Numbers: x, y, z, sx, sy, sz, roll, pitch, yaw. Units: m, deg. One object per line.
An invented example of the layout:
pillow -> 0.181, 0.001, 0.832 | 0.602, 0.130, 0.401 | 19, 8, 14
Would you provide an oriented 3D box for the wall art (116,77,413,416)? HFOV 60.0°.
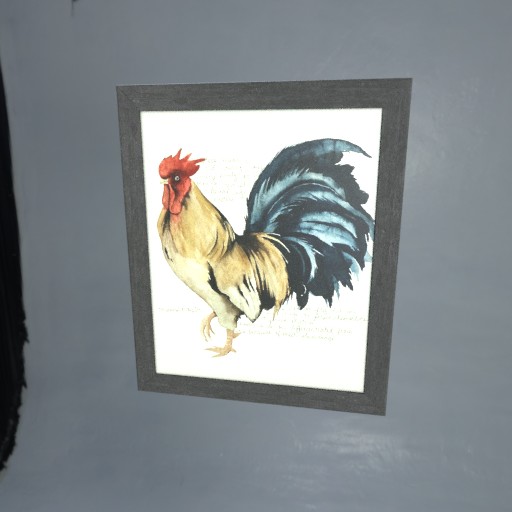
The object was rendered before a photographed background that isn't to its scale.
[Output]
wall art -> 0.000, 0.000, 0.775 | 0.476, 0.570, 0.013 | 3, 14, 10
